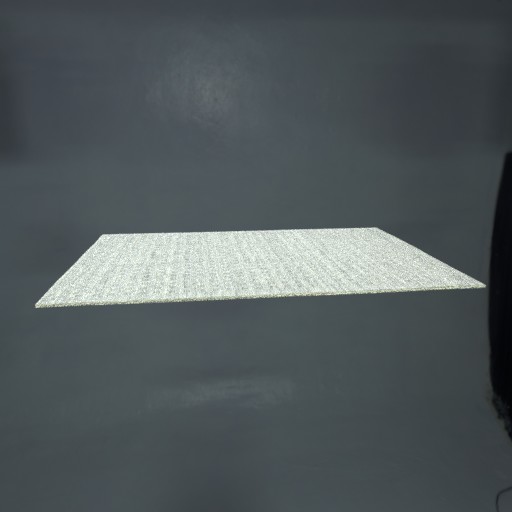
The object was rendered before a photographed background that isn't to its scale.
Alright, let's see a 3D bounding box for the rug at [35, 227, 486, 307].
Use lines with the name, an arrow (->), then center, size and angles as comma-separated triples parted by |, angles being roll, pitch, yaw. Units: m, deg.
rug -> 0.000, 0.000, 2.956 | 2.297, 0.018, 1.532 | -2, 15, -7
